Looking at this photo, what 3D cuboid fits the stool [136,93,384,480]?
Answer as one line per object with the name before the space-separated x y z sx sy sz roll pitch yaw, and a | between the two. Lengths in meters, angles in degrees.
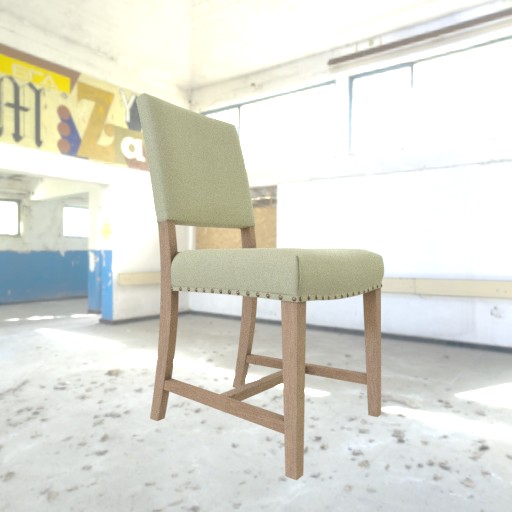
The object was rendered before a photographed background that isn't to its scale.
stool | 0.000 0.000 1.355 0.623 0.986 0.508 1 1 37
